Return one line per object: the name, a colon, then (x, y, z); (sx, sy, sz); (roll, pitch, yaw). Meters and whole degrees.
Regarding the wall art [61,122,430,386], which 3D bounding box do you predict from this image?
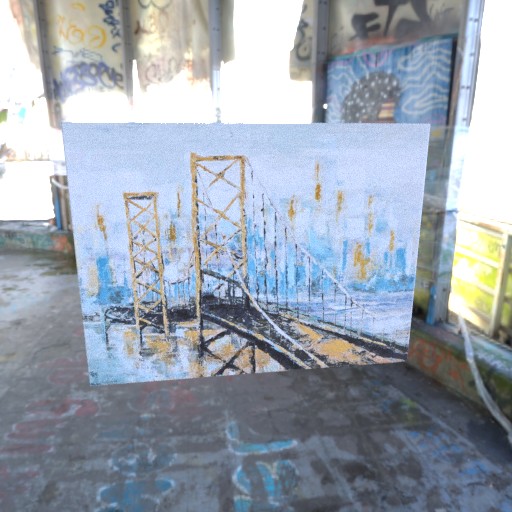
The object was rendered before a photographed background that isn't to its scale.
wall art: (0.000, 0.000, 1.323); (1.016, 0.762, 0.038); (-2, 15, -8)
